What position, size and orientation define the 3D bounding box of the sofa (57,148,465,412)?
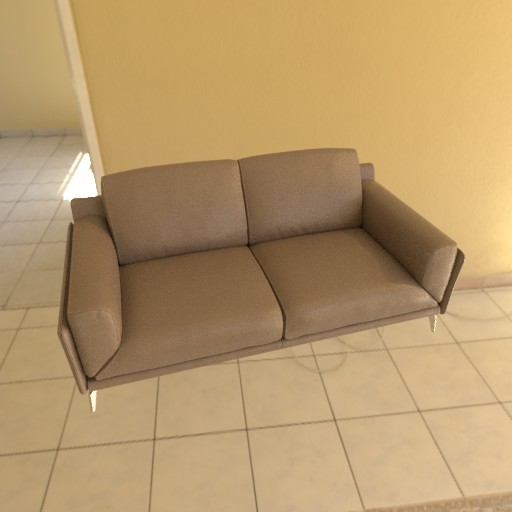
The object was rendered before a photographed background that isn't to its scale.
[{"bbox_3d":[0.000,0.000,2.622,2.101,0.930,1.049,-9,34,-14],"label":"sofa"}]
